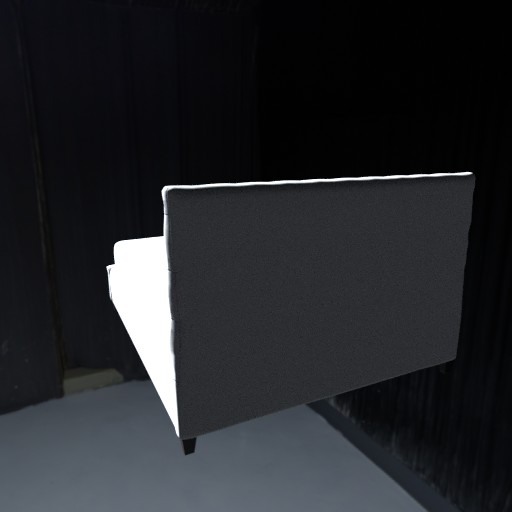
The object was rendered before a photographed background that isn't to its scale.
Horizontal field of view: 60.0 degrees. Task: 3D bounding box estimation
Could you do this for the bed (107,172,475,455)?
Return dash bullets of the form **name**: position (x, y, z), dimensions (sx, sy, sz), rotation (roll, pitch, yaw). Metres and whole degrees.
- **bed**: position (0.000, 0.000, 3.627), dimensions (2.078, 1.427, 2.387), rotation (-7, 16, -25)
